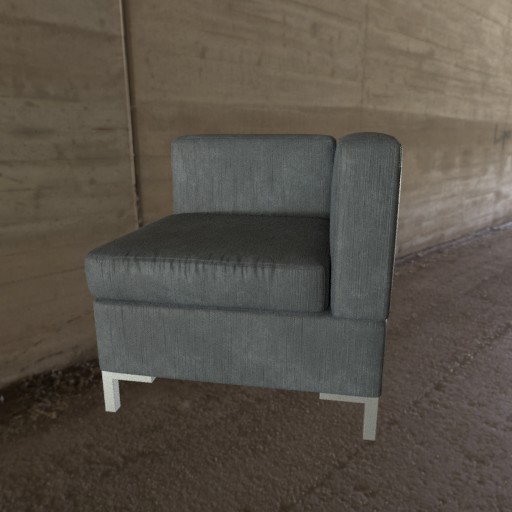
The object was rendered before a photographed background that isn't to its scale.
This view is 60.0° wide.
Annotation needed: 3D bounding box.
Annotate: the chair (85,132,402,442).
[{"bbox_3d":[0.000,0.000,1.234,0.680,0.660,0.680,3,15,10],"label":"chair"}]
